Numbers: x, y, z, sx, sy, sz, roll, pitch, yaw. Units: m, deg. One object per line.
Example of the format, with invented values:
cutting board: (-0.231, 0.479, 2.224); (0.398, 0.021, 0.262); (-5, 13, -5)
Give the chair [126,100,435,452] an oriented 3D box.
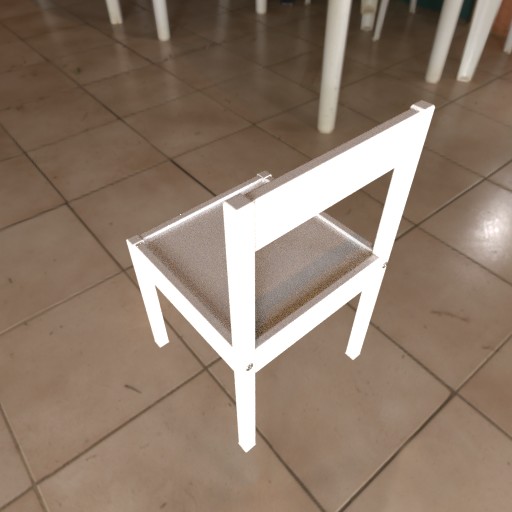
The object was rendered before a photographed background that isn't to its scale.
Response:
chair: (0.000, 0.000, 0.680); (0.285, 0.505, 0.285); (-31, 53, -27)
